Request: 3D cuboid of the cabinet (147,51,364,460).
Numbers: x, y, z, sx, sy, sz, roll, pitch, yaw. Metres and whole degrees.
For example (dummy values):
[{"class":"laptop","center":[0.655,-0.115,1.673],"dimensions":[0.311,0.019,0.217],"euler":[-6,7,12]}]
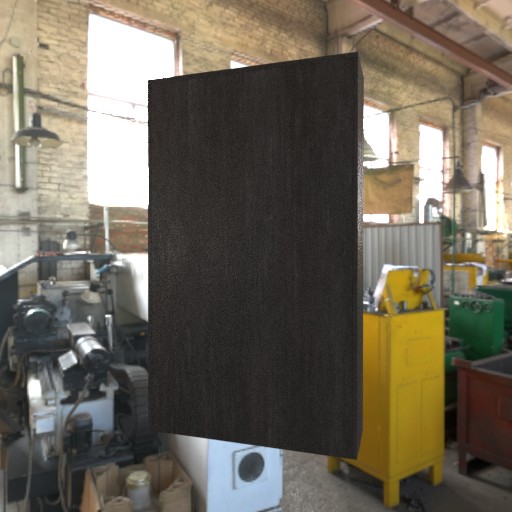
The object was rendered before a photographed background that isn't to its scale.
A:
[{"class":"cabinet","center":[0.000,0.000,1.622],"dimensions":[0.750,1.280,0.250],"euler":[0,1,18]}]
